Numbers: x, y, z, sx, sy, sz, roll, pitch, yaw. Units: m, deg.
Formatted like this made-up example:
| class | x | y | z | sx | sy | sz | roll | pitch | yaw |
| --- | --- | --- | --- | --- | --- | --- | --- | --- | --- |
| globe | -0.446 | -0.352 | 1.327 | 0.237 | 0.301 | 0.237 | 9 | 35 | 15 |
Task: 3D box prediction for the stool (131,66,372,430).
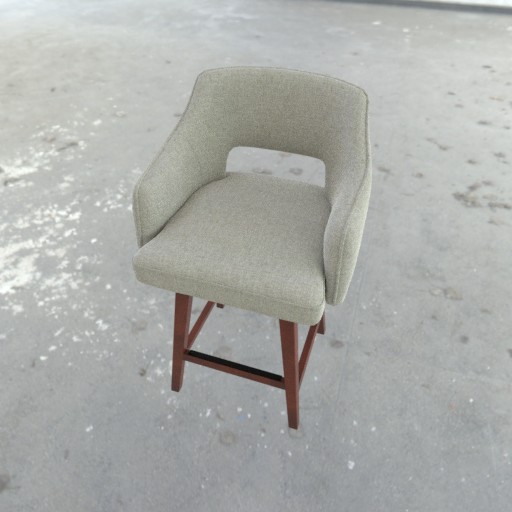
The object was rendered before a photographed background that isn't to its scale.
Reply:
| class | x | y | z | sx | sy | sz | roll | pitch | yaw |
| --- | --- | --- | --- | --- | --- | --- | --- | --- | --- |
| stool | 0.000 | 0.000 | 1.348 | 0.599 | 0.944 | 0.558 | 13 | 43 | 14 |
